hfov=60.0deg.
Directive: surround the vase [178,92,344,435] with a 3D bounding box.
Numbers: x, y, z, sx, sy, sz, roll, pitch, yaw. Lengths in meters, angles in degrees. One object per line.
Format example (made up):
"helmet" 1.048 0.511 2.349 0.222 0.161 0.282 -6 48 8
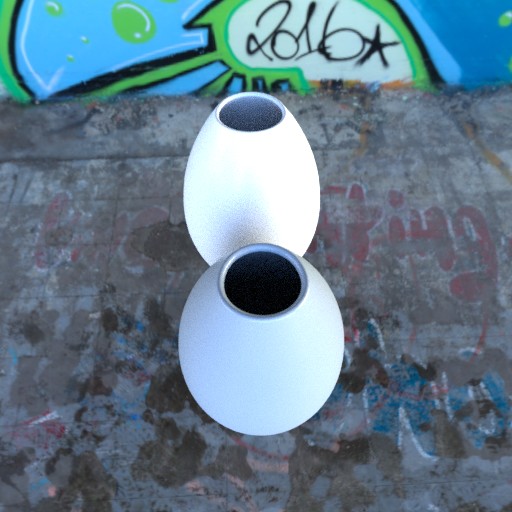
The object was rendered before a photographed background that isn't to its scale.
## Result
"vase" 0.000 0.000 0.256 0.089 0.131 0.187 -3 59 -2
